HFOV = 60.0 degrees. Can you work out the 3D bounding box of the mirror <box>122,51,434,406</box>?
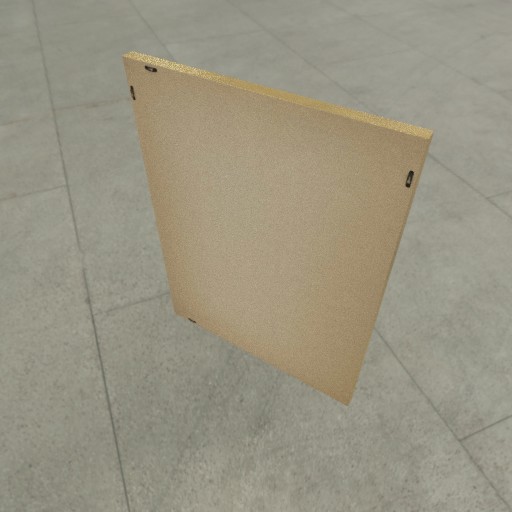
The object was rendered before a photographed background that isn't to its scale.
[{"bbox_3d":[0.000,0.000,1.316,0.762,1.016,0.041,24,49,22],"label":"mirror"}]
